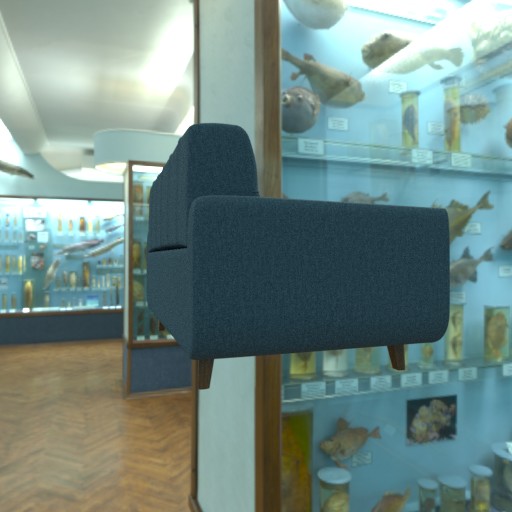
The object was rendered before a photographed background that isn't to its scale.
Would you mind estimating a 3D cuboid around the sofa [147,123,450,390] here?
[{"bbox_3d":[0.000,0.000,2.212,0.942,0.896,1.651,0,0,-19],"label":"sofa"}]
